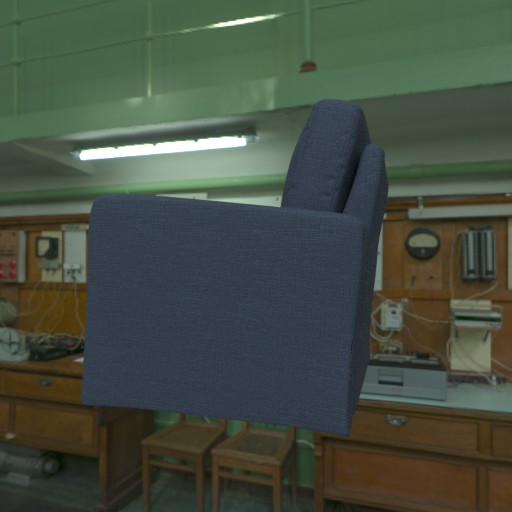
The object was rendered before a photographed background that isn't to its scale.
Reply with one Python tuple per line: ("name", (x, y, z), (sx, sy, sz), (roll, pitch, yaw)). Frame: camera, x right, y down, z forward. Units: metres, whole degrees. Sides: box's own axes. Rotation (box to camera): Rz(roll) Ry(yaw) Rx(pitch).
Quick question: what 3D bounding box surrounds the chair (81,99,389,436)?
("chair", (0.000, 0.000, 1.519), (0.863, 0.855, 0.798), (0, 0, 18))
